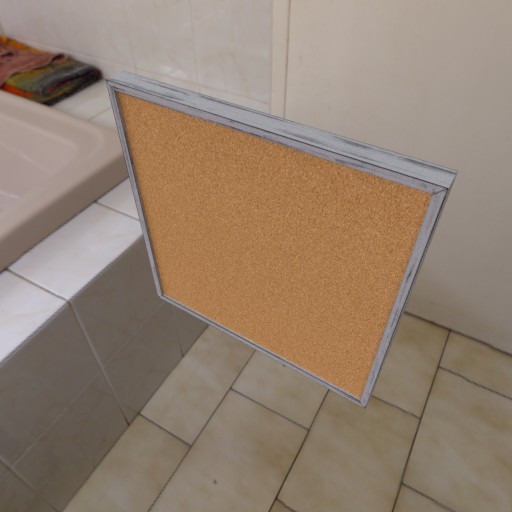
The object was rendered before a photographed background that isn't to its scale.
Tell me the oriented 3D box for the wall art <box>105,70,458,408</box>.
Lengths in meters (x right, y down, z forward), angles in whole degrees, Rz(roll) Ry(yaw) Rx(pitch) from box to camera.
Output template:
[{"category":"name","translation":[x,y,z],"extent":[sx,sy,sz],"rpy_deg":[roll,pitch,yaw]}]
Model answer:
[{"category":"wall art","translation":[0.000,0.000,0.754],"extent":[0.506,0.506,0.038],"rpy_deg":[24,50,22]}]
